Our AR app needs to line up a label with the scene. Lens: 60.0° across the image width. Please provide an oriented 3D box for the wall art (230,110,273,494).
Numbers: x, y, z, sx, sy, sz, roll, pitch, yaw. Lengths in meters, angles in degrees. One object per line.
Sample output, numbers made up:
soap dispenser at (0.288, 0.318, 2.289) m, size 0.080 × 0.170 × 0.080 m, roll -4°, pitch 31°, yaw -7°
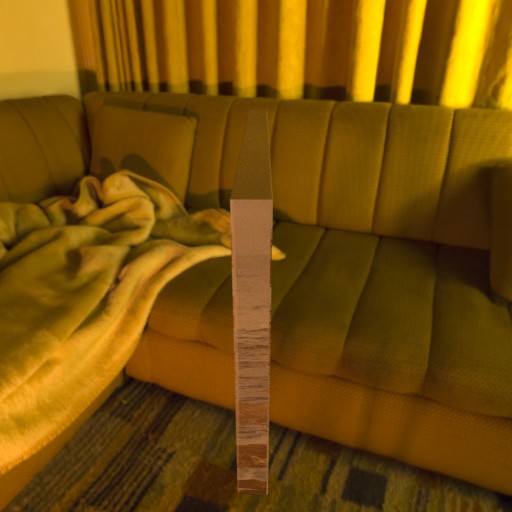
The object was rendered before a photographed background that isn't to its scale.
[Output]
wall art at (0.000, 0.000, 0.769) m, size 0.041 × 0.407 × 0.606 m, roll 0°, pitch 26°, yaw 1°
